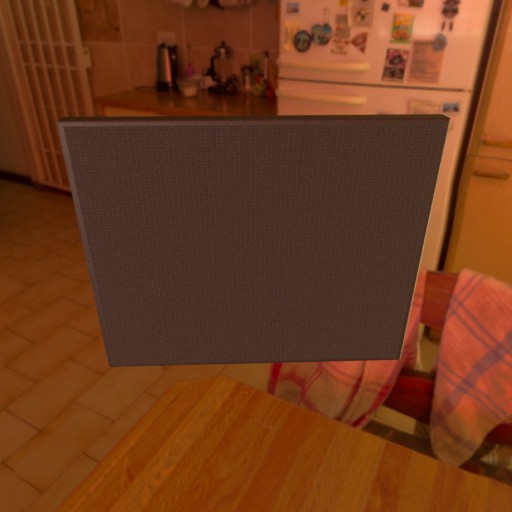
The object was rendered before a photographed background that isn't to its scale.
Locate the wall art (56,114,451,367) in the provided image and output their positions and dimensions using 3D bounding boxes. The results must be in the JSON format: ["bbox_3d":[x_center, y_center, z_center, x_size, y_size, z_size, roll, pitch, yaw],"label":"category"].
[{"bbox_3d":[0.000,0.000,0.751,0.559,0.458,0.029,-1,29,-2],"label":"wall art"}]
